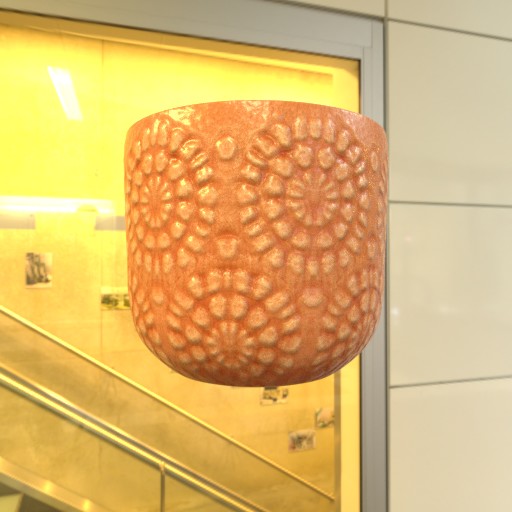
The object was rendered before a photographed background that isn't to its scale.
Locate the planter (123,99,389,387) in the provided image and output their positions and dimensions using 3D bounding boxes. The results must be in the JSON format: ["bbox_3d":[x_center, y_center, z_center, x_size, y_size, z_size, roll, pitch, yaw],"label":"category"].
[{"bbox_3d":[0.000,0.000,0.216,0.124,0.109,0.124,0,-1,0],"label":"planter"}]
